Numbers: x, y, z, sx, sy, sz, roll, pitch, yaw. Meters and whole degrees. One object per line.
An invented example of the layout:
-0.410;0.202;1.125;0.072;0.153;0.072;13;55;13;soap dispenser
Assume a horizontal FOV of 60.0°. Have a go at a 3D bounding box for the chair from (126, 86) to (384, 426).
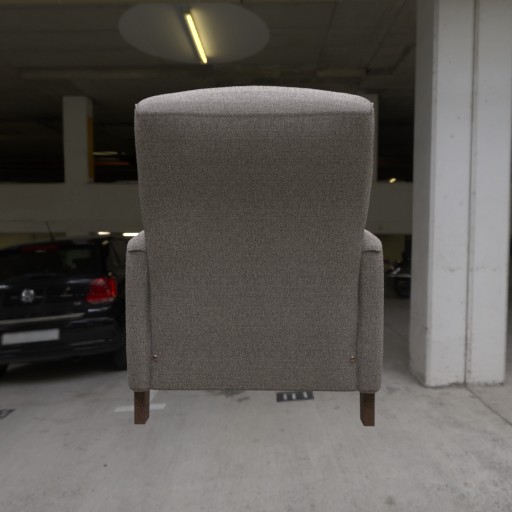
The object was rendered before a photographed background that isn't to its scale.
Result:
0.000;0.000;1.689;0.848;1.014;0.864;0;3;1;chair
